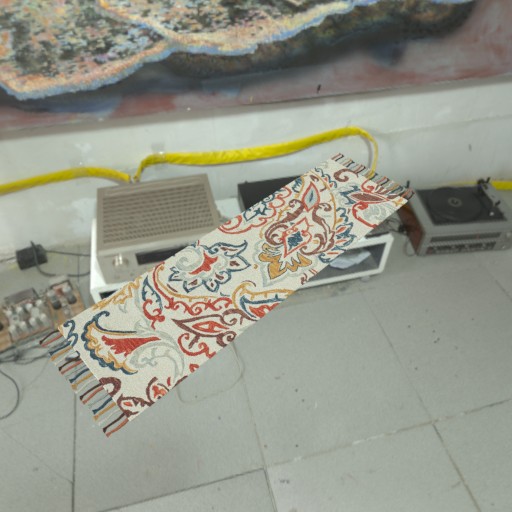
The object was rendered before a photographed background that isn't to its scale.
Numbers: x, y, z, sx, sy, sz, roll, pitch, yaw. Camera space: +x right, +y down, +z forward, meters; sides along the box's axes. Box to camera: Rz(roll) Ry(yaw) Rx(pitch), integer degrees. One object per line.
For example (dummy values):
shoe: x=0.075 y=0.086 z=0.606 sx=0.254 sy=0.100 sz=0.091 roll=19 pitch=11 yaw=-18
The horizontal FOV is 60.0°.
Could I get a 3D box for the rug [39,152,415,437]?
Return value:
rug: x=0.000 y=0.000 z=2.943 sx=2.682 sy=0.015 sz=0.763 roll=-35 pitch=56 yaw=-28
